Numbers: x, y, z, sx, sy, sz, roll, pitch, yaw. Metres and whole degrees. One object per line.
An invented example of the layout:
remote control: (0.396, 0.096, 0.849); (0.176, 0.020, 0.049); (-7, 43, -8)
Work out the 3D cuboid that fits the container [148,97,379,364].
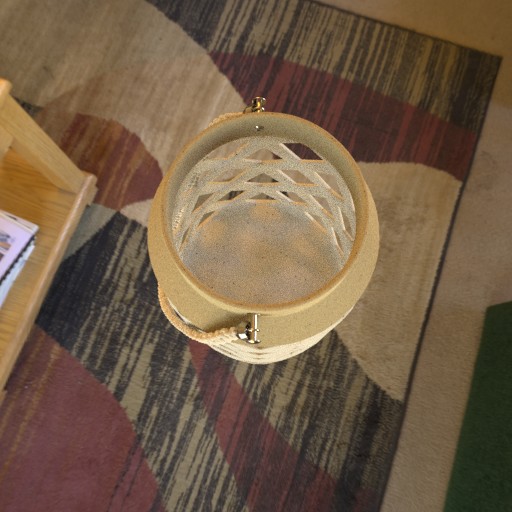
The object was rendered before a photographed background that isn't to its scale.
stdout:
container: (0.000, 0.000, 0.339); (0.172, 0.229, 0.163); (1, 77, 0)
